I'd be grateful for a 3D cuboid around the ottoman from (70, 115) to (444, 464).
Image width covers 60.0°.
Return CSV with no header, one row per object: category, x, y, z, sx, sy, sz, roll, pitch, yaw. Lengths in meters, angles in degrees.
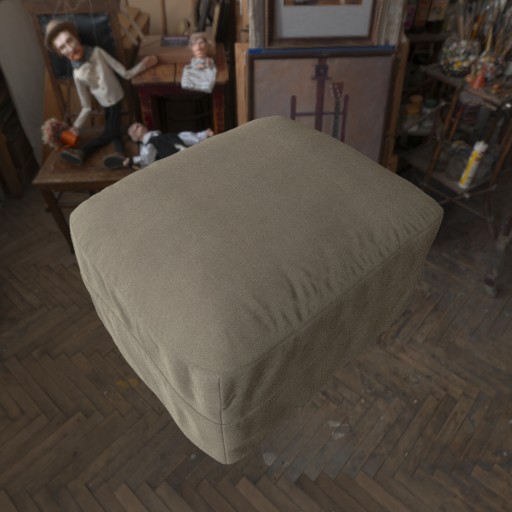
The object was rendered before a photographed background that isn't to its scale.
ottoman,0.000,0.000,1.075,0.712,0.480,0.584,-33,54,-28
